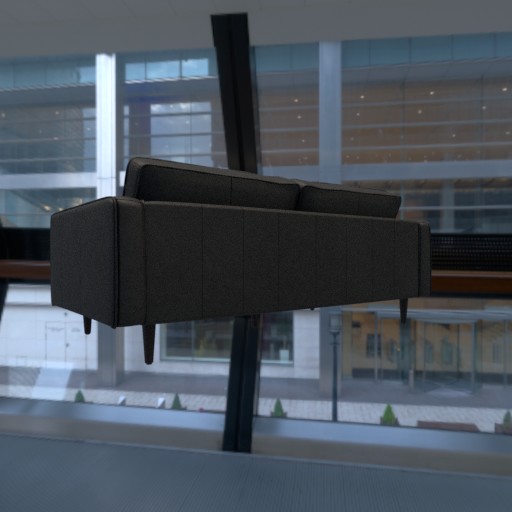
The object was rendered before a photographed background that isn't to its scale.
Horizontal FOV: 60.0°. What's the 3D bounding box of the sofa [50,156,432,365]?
[{"bbox_3d":[0.000,0.000,2.351,1.879,0.770,0.921,0,0,-37],"label":"sofa"}]
